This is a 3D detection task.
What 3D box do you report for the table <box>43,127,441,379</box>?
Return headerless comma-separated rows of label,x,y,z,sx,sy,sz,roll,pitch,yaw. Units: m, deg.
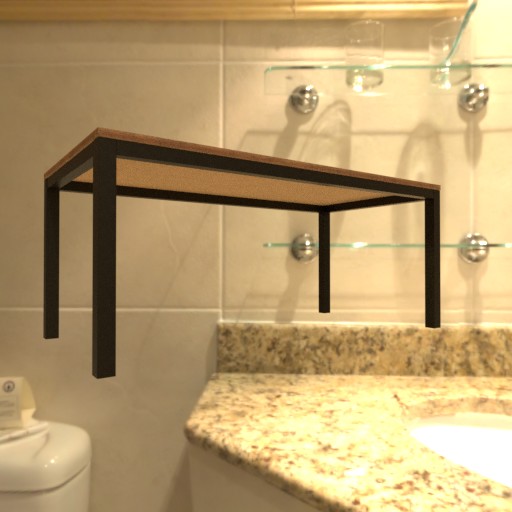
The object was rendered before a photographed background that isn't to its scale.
table,0.000,0.000,2.230,1.805,0.767,0.893,0,-1,-35
